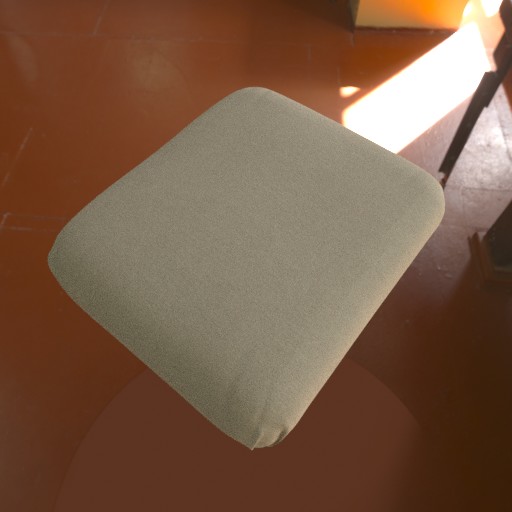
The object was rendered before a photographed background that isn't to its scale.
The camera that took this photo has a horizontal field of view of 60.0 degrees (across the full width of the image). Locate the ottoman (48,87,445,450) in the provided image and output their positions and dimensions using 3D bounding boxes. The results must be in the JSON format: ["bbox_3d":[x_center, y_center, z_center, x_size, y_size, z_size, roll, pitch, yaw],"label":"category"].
[{"bbox_3d":[0.000,0.000,1.109,0.639,0.450,0.746,34,65,19],"label":"ottoman"}]
